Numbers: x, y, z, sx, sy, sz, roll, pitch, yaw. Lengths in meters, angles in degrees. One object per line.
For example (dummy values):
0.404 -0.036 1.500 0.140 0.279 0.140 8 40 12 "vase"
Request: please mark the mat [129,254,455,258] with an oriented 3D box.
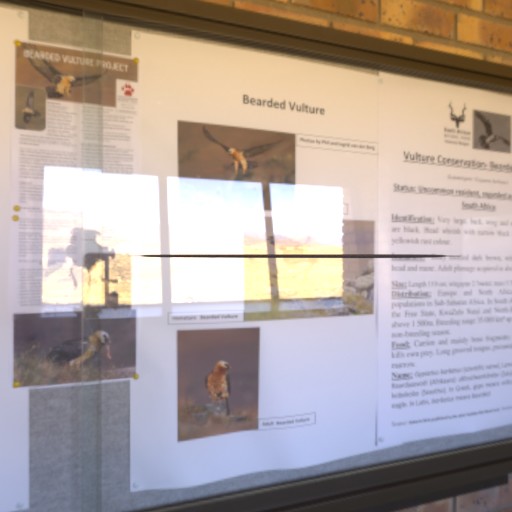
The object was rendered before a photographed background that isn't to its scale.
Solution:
0.000 0.000 1.890 1.524 0.013 0.913 0 0 37 "mat"
